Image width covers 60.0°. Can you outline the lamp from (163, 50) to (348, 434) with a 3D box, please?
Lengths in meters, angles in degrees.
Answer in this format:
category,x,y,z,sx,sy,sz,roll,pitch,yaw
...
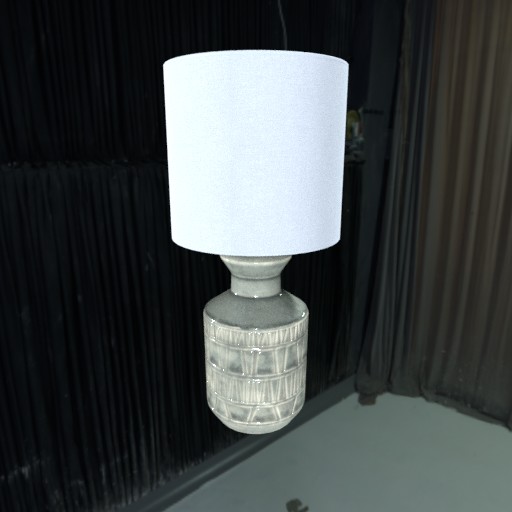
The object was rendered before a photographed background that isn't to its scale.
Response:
category,x,y,z,sx,sy,sz,roll,pitch,yaw
lamp,0.000,0.000,0.574,0.211,0.455,0.211,-14,20,-42
